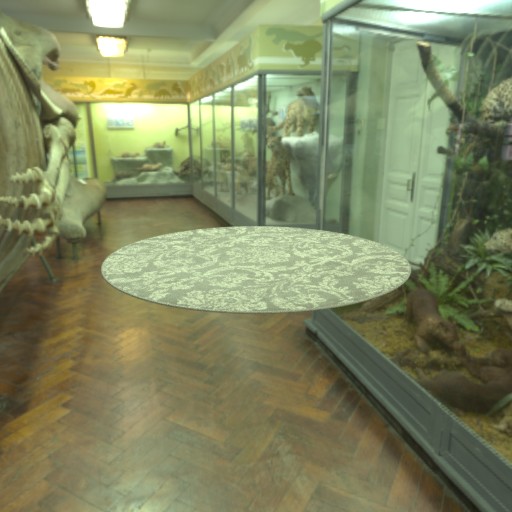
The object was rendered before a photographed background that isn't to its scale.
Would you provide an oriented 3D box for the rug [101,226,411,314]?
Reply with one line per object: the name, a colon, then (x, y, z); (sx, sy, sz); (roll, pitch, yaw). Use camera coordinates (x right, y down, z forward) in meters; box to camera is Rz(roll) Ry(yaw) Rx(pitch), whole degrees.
rug: (0.000, 0.000, 2.401); (1.593, 0.012, 1.593); (0, 15, 0)
